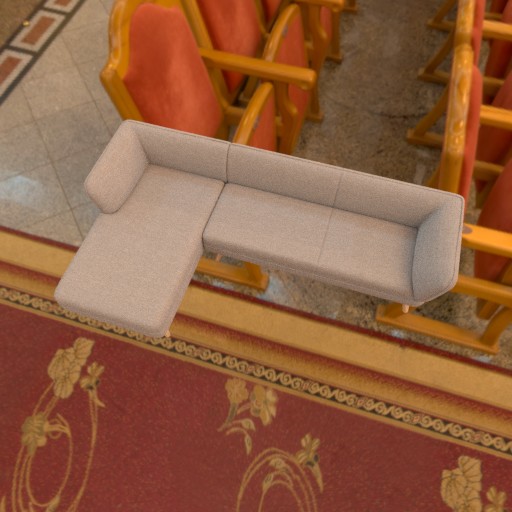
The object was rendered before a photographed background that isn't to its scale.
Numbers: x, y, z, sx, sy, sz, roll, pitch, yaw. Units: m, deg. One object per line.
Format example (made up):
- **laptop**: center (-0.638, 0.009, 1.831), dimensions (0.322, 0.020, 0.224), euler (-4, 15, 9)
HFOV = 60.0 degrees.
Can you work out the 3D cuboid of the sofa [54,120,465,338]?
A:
- **sofa**: center (0.000, 0.000, 3.236), dimensions (2.653, 0.693, 1.532), euler (15, 60, 9)
